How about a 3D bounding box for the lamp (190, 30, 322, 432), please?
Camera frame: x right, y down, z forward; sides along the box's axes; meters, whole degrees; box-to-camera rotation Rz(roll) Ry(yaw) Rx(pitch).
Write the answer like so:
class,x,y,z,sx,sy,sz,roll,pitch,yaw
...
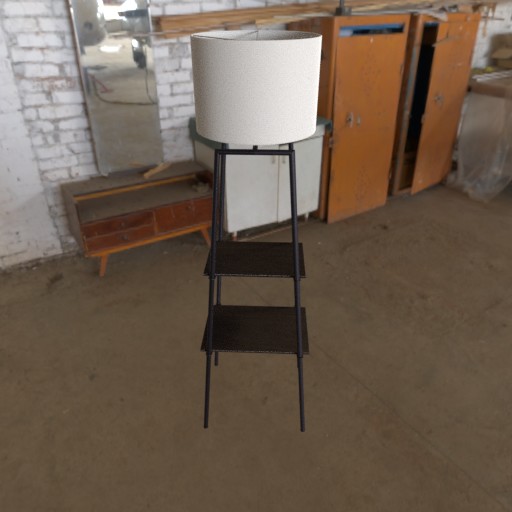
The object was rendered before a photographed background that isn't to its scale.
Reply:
class,x,y,z,sx,sy,sz,roll,pitch,yaw
lamp,0.000,0.000,1.645,0.427,1.474,0.384,1,31,2
